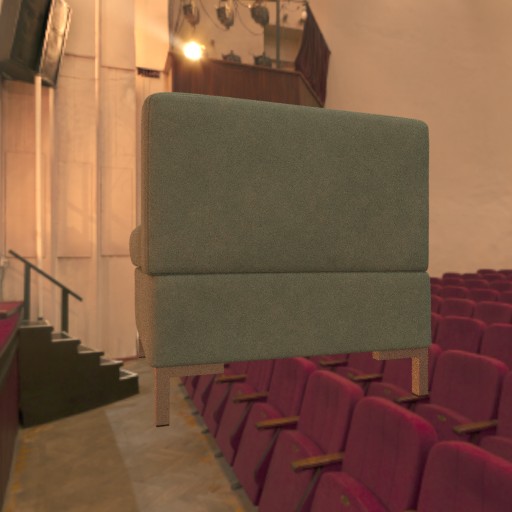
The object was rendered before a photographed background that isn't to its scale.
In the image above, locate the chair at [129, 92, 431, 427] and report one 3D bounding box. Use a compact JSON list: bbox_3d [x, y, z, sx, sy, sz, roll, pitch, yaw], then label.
[{"bbox_3d":[0.000,0.000,1.248,0.680,0.660,0.680,0,0,-18],"label":"chair"}]
